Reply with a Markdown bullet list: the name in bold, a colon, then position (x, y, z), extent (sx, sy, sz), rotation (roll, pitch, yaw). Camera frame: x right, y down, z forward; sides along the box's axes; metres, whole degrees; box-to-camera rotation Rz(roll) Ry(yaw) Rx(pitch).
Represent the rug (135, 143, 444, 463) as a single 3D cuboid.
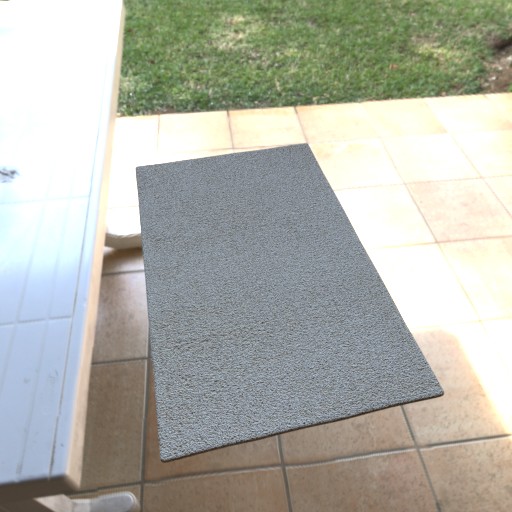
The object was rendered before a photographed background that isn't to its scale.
- **rug**: position (0.000, 0.000, 3.067), extent (1.524, 0.030, 2.438), rotation (-10, 49, -9)
